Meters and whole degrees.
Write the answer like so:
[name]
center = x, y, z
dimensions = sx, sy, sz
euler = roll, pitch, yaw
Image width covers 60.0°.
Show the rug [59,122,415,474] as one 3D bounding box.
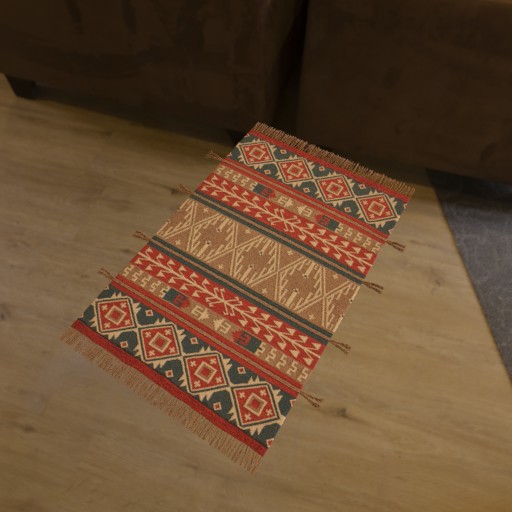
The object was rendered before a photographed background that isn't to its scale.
[rug]
center = 0.000, 0.000, 2.635
dimensions = 1.469, 0.040, 2.025
euler = 28, 62, 17
